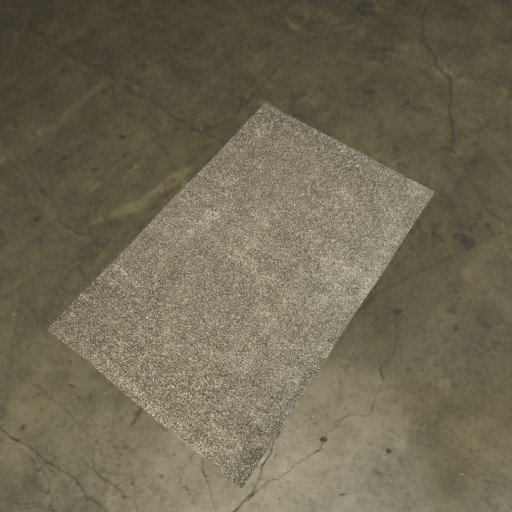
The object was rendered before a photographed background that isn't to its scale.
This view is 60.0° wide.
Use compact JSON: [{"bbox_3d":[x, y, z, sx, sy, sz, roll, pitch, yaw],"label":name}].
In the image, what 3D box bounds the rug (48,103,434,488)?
[{"bbox_3d":[0.000,0.000,2.981,1.502,0.025,2.350,33,68,15],"label":"rug"}]
